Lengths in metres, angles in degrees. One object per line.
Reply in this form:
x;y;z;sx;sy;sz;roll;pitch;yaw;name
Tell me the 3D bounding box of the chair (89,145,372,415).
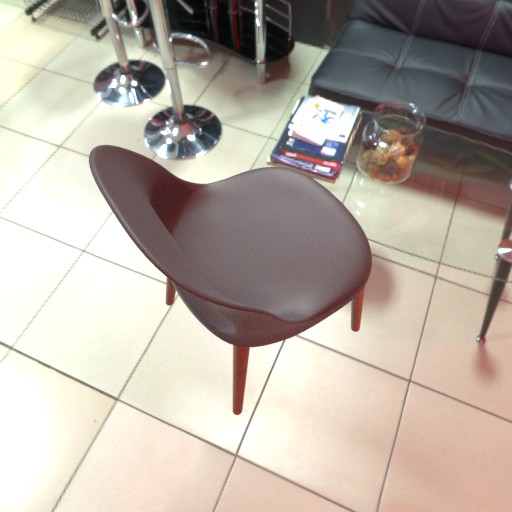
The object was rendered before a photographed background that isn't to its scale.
0.000;0.000;1.122;0.556;0.795;0.470;-30;63;-17;chair
